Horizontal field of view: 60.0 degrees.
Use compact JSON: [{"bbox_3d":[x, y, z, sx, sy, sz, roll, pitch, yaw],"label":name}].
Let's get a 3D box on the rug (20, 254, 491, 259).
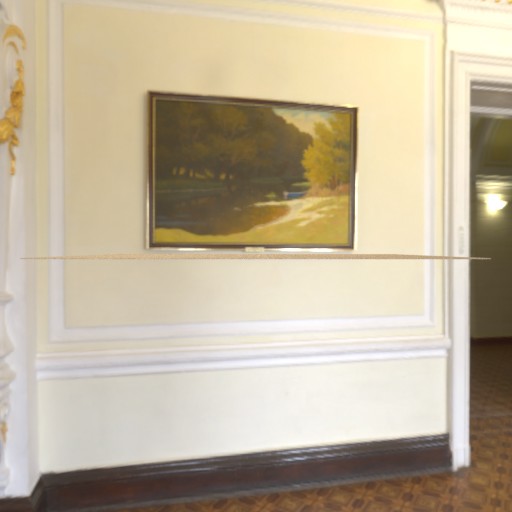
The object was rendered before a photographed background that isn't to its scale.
[{"bbox_3d":[0.000,0.000,3.715,2.895,0.006,1.981,0,1,1],"label":"rug"}]
